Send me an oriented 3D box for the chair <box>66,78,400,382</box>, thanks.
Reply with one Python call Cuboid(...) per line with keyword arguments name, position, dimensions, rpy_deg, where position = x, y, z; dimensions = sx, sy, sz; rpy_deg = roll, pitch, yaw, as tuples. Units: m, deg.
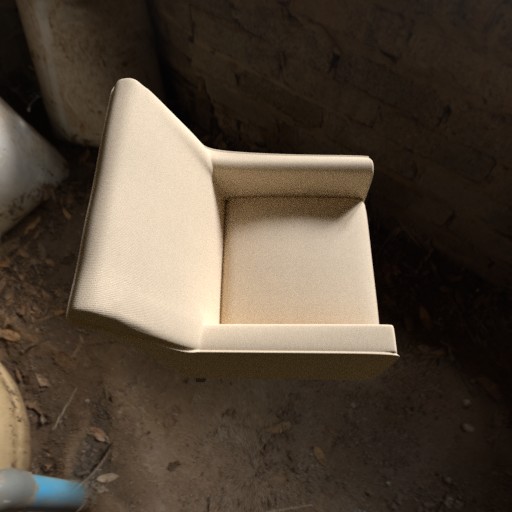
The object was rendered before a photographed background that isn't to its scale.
Cuboid(name="chair", position=(0.000, 0.000, 1.591), dimensions=(0.899, 0.919, 0.780), rpy_deg=(0, 64, 0))
